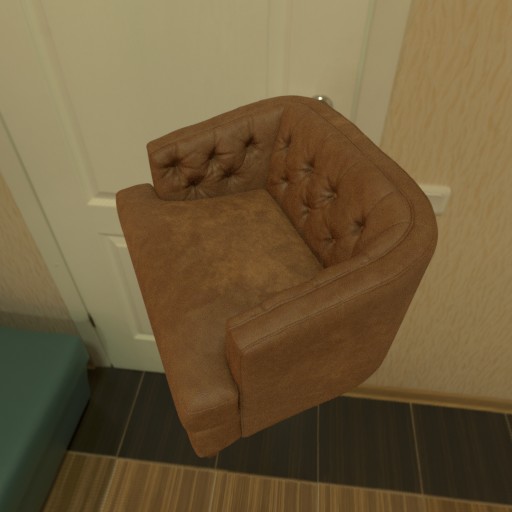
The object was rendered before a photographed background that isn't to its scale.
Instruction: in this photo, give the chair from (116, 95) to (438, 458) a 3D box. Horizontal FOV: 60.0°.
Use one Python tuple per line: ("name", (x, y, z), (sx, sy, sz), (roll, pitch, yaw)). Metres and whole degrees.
("chair", (0.000, 0.000, 1.733), (0.911, 0.836, 1.119), (-16, 47, -16))
